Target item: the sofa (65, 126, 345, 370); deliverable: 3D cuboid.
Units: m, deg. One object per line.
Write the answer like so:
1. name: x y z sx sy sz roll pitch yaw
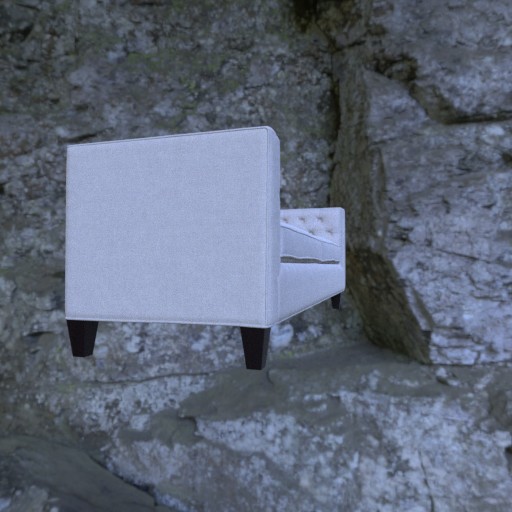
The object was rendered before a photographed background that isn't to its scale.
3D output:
1. sofa: 0.000 0.000 2.495 0.775 0.762 2.159 0 -1 17
